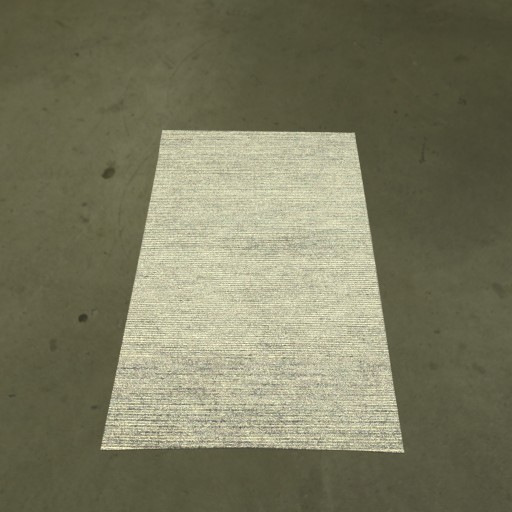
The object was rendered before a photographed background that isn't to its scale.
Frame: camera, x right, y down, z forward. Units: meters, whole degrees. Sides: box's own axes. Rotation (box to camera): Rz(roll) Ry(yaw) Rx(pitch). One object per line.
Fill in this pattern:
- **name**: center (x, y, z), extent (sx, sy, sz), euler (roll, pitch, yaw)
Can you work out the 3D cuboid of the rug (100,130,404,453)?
- **rug**: center (0.000, 0.000, 2.171), extent (1.159, 0.021, 1.789), euler (1, 57, 1)
